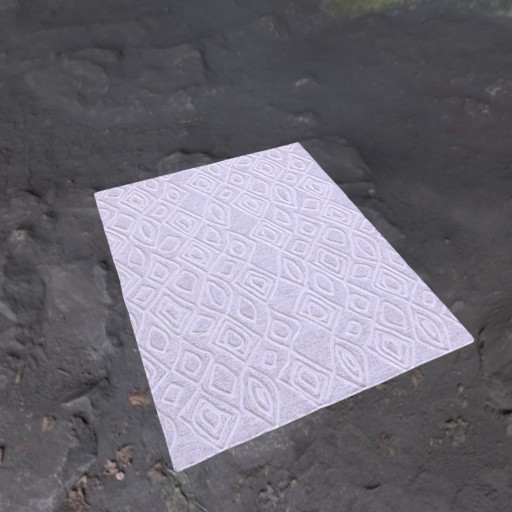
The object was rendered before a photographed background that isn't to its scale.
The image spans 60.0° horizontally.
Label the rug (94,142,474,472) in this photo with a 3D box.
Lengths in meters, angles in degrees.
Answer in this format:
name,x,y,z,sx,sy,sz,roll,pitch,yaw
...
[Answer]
name,x,y,z,sx,sy,sz,roll,pitch,yaw
rug,0.000,0.000,4.094,2.449,0.025,3.049,-18,50,-16
